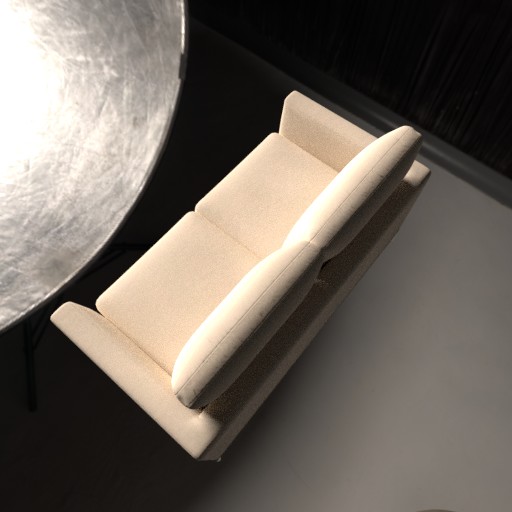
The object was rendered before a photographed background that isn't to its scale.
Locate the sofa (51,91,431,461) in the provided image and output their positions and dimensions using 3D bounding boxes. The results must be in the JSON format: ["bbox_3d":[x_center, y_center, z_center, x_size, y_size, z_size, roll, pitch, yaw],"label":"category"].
[{"bbox_3d":[0.000,0.000,2.243,0.906,0.995,1.739,37,69,16],"label":"sofa"}]
